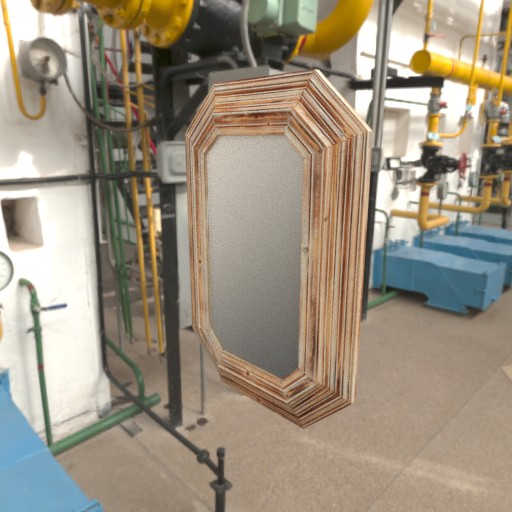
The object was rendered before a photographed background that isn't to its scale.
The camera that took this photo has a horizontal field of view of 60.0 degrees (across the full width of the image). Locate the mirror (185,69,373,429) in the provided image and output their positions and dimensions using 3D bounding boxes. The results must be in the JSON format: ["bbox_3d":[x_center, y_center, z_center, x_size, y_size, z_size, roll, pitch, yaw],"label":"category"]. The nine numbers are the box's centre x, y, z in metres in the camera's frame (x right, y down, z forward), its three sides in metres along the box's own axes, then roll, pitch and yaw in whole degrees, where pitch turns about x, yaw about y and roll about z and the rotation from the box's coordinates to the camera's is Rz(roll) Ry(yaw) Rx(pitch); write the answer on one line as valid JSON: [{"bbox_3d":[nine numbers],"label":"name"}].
[{"bbox_3d":[0.000,0.000,1.340,0.061,1.015,0.709,-14,20,-43],"label":"mirror"}]
